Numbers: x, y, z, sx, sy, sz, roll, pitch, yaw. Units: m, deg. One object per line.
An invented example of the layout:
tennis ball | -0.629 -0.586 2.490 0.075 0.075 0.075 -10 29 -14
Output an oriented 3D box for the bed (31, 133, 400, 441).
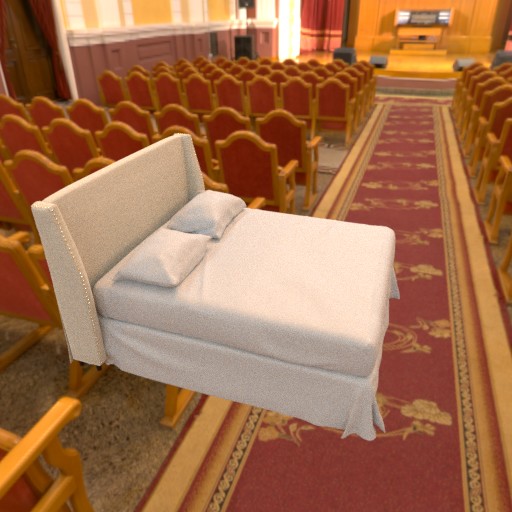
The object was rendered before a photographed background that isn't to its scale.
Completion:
bed | 0.000 0.000 3.461 2.276 1.332 1.925 10 31 17
